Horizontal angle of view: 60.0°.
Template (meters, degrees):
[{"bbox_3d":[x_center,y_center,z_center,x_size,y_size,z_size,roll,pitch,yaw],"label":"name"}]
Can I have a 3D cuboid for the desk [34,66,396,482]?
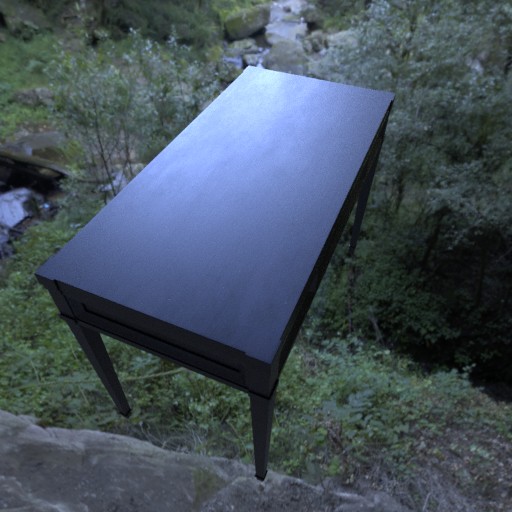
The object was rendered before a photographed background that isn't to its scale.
[{"bbox_3d":[0.000,0.000,1.720,0.630,0.861,1.289,18,49,16],"label":"desk"}]
